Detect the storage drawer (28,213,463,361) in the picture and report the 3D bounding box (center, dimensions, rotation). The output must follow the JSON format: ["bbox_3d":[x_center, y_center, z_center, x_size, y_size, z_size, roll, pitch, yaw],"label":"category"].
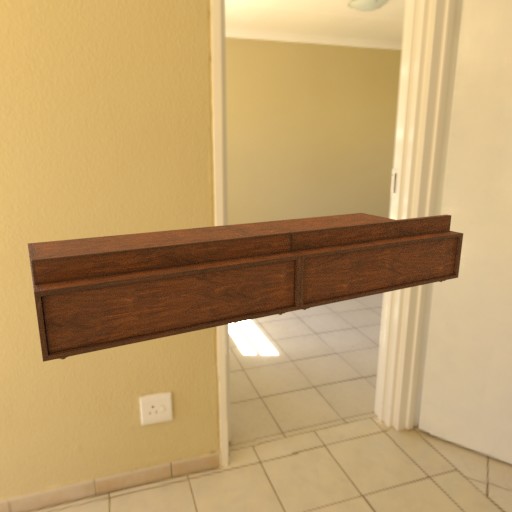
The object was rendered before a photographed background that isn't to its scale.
[{"bbox_3d":[0.000,0.000,2.116,1.914,0.339,0.774,-7,16,-27],"label":"storage drawer"}]
